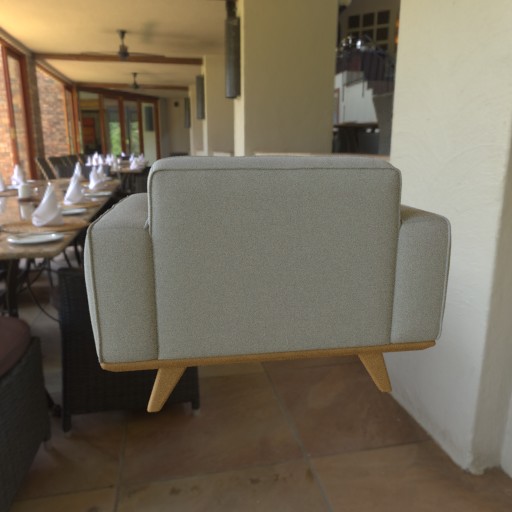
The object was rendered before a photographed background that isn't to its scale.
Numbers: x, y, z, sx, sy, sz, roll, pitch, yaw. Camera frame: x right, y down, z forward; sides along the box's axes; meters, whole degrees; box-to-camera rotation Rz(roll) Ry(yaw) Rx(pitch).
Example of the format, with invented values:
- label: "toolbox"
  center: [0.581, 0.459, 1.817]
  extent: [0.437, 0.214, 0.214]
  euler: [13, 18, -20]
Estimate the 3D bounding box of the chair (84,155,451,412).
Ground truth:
- label: "chair"
  center: [0.000, 0.000, 1.743]
  extent: [1.115, 0.779, 0.953]
  euler: [-2, 14, -8]
